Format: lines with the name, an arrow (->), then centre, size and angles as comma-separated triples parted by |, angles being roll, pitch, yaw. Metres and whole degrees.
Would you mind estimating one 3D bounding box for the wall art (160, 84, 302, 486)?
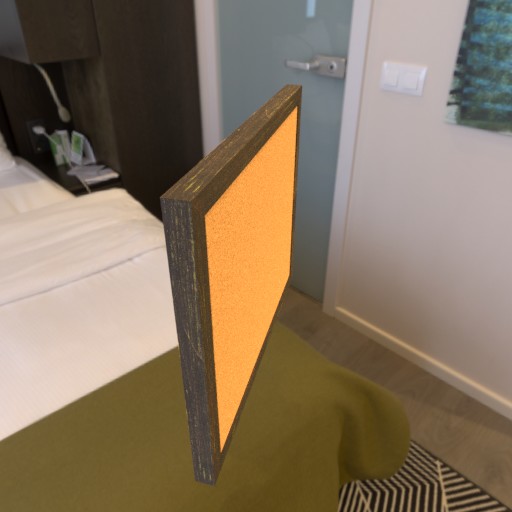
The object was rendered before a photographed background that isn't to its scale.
wall art -> 0.000, 0.000, 0.762 | 0.032, 0.457, 0.558 | 8, 33, 13
